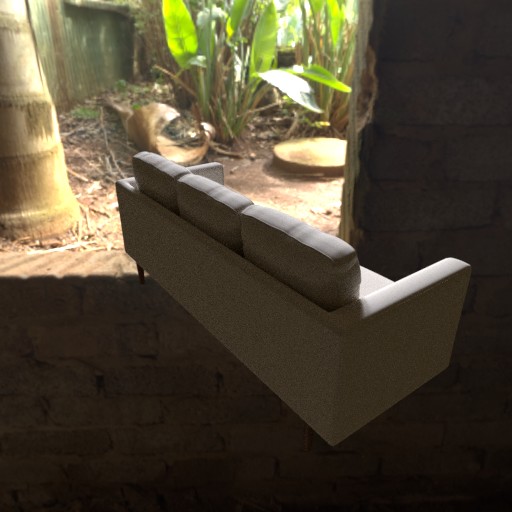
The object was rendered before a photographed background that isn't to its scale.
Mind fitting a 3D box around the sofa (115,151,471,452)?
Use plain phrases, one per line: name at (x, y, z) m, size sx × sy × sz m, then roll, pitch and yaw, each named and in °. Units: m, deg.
sofa at (0.000, 0.000, 2.462) m, size 0.802 × 0.912 × 2.029 m, roll -18°, pitch 32°, yaw -32°
